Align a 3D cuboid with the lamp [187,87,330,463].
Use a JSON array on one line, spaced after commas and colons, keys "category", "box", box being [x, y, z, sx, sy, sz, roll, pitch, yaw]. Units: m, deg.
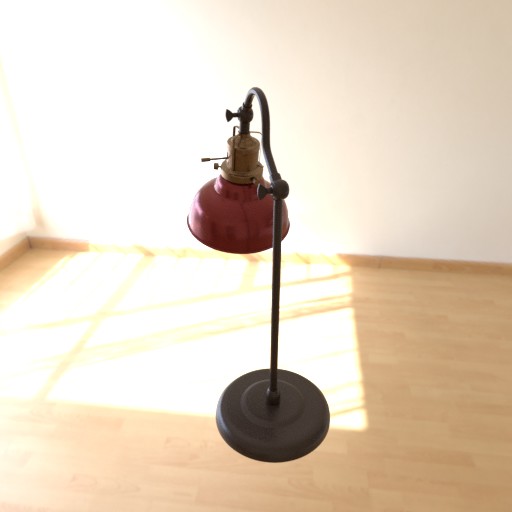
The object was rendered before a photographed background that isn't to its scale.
[{"category": "lamp", "box": [0.000, 0.000, 0.709, 0.192, 0.508, 0.374, -8, 28, -16]}]
